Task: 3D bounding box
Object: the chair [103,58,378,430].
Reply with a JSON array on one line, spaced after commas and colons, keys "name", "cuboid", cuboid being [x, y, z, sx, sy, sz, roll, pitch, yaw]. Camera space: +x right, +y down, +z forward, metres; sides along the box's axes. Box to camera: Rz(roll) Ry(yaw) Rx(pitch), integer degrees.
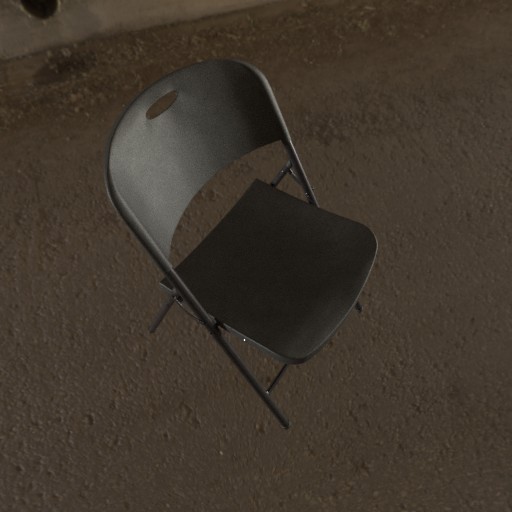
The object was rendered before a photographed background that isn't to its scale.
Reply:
[{"name": "chair", "cuboid": [0.000, 0.000, 1.168, 0.566, 0.810, 0.494, 31, 63, 18]}]
